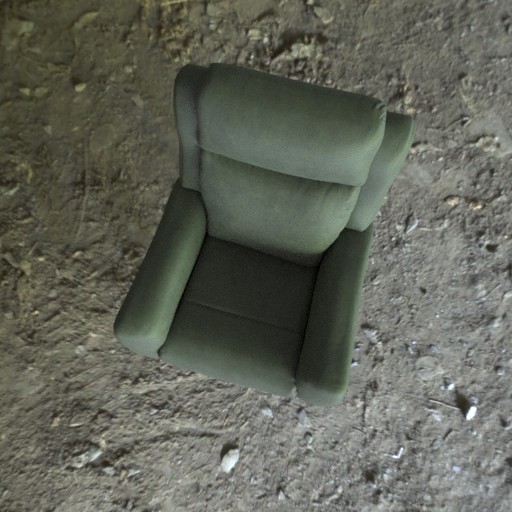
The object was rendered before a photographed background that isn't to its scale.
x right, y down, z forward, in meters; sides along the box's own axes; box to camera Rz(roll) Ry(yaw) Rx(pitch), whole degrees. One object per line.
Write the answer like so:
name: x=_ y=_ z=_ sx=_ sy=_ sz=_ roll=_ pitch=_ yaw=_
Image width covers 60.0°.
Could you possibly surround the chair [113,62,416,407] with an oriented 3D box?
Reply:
chair: x=0.000 y=0.000 z=1.878 sx=0.967 sy=1.116 sz=1.068 roll=15 pitch=76 yaw=4
